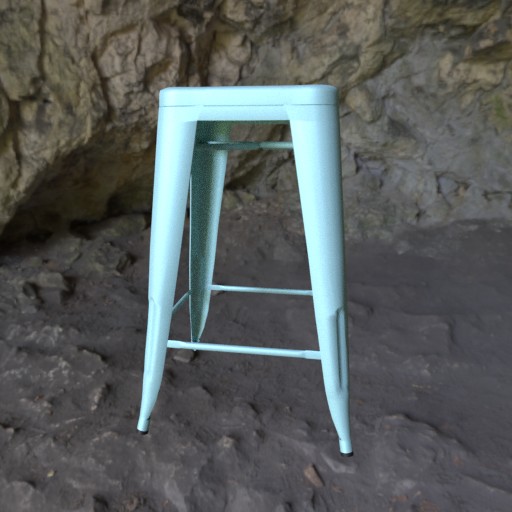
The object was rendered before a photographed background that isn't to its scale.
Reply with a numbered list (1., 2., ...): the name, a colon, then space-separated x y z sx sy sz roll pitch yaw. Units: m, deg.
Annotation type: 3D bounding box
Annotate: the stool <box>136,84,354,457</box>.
1. stool: 0.000 0.000 0.878 0.399 0.609 0.359 2 16 9
